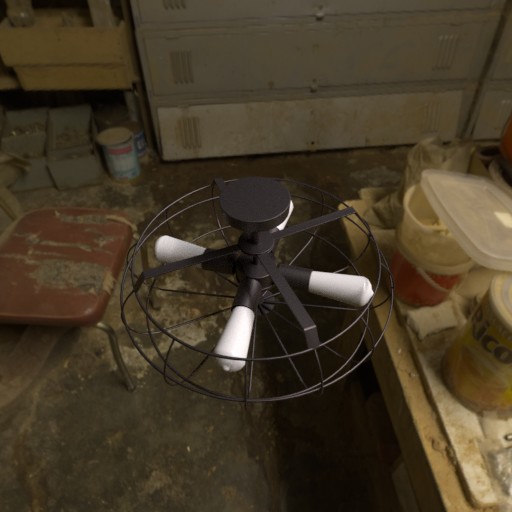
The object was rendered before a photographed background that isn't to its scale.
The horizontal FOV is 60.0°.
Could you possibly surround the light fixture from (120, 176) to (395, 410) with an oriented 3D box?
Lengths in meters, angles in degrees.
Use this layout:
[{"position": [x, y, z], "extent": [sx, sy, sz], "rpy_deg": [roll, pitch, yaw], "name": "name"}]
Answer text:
[{"position": [0.000, 0.000, 0.922], "extent": [0.582, 0.311, 0.582], "rpy_deg": [0, 46, 0], "name": "light fixture"}]
